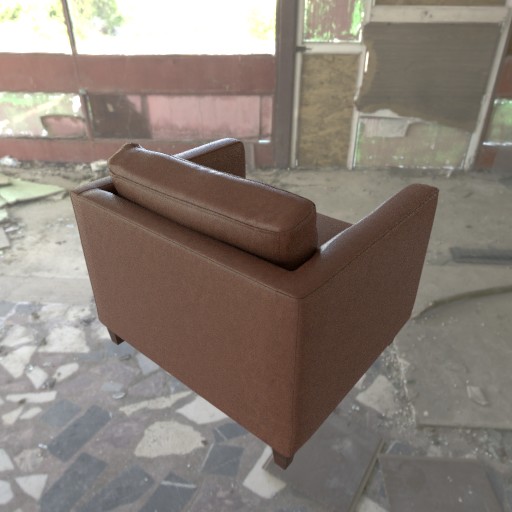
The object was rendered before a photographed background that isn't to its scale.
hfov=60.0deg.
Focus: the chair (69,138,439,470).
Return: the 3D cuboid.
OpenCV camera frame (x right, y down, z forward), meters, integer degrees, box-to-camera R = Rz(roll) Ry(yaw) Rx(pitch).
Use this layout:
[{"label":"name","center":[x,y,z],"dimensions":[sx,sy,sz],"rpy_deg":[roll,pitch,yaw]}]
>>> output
[{"label":"chair","center":[0.000,0.000,1.827],"dimensions":[1.107,0.917,0.959],"rpy_deg":[24,39,33]}]
